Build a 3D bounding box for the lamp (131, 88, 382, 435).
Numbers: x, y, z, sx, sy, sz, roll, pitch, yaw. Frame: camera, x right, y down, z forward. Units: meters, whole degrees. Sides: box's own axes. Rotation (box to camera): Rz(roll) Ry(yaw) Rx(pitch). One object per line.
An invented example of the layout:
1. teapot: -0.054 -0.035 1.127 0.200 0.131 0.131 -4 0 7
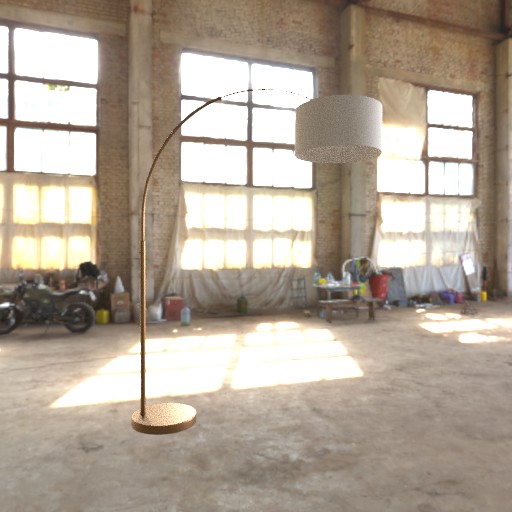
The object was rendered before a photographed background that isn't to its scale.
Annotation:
1. lamp: 0.000 0.000 2.561 1.434 1.927 0.493 0 1 0
